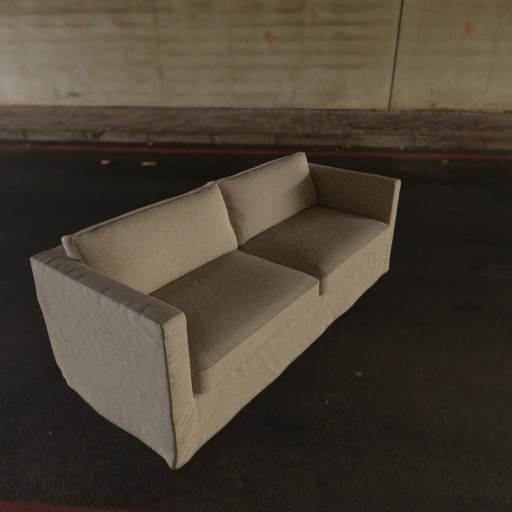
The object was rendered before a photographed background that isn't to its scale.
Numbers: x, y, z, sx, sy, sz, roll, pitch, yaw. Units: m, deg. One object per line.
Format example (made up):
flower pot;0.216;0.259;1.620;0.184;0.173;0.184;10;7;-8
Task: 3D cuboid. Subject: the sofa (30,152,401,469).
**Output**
sofa;0.000;0.000;2.726;0.956;0.847;2.296;19;32;33
